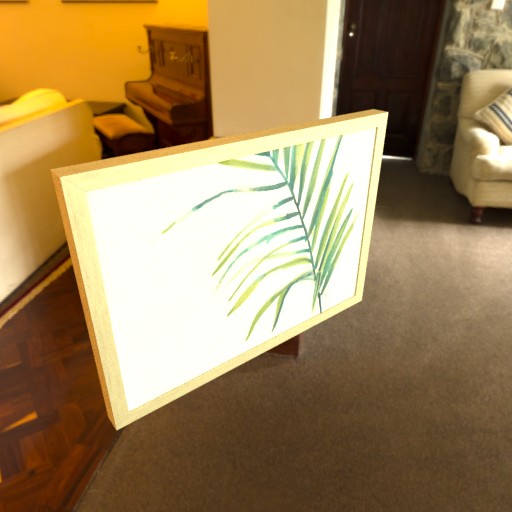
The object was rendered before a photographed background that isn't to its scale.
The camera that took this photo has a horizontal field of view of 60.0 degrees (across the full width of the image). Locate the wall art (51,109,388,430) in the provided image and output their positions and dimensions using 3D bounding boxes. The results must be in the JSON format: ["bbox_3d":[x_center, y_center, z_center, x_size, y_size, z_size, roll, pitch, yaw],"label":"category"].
[{"bbox_3d":[0.000,0.000,0.699,0.532,0.380,0.032,-21,35,-32],"label":"wall art"}]
